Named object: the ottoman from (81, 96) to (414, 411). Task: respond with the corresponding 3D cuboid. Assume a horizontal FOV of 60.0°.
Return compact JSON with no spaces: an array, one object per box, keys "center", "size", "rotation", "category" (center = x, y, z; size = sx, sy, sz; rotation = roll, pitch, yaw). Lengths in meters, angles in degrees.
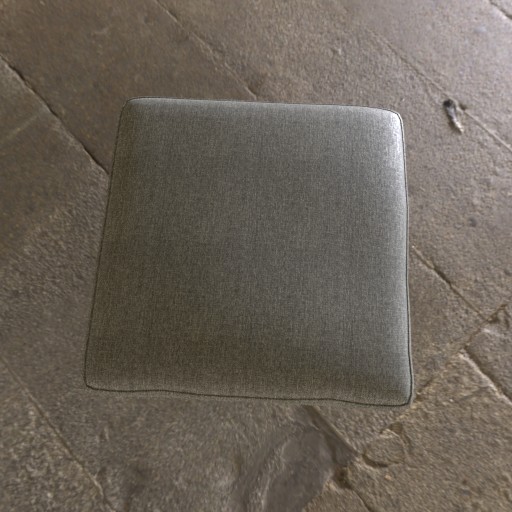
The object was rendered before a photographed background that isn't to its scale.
[{"center":[0.000,0.000,1.350],"size":[0.838,0.481,0.838],"rotation":[3,75,1],"category":"ottoman"}]
